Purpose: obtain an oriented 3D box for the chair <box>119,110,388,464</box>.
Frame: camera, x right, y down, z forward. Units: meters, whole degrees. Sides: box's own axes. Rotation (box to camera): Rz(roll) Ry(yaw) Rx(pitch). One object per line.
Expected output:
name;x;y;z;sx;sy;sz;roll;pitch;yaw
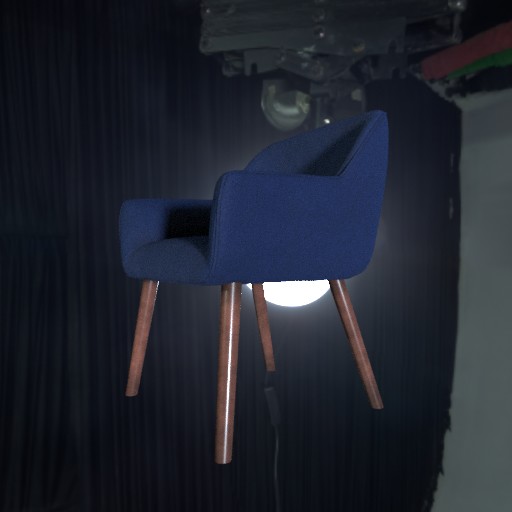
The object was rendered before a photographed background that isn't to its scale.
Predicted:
chair;0.000;0.000;1.258;0.600;0.820;0.600;0;0;-36
